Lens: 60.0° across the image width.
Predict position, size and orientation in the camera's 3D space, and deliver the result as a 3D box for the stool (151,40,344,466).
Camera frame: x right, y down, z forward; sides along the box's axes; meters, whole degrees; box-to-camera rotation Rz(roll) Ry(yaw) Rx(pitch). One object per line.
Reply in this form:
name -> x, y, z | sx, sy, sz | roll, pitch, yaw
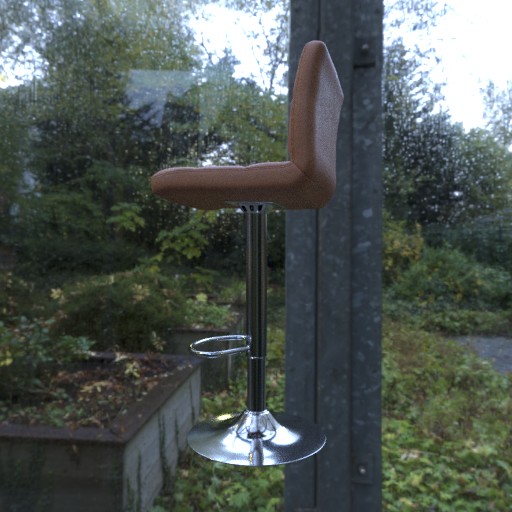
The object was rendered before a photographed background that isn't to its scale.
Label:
stool -> 0.000, 0.000, 1.377 | 0.505, 1.115, 0.430 | 0, -1, 18
